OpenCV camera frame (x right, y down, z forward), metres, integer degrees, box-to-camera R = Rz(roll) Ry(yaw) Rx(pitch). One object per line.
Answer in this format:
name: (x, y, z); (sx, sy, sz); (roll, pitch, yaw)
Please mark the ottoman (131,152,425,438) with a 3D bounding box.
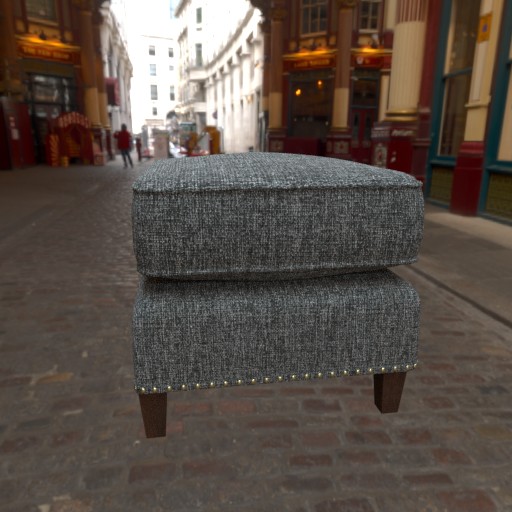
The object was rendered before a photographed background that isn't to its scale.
ottoman: (0.000, 0.000, 1.176); (0.589, 0.537, 0.738); (-3, 16, -9)
